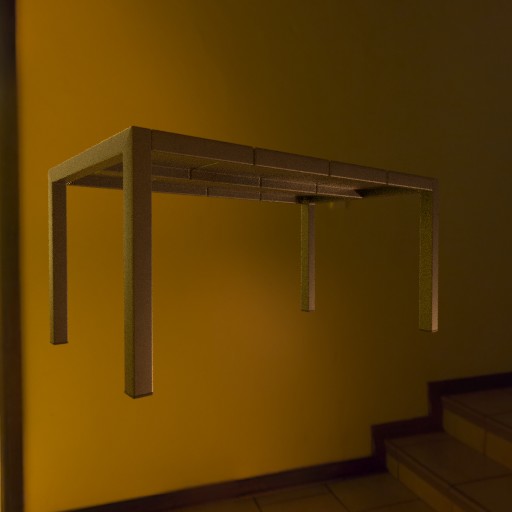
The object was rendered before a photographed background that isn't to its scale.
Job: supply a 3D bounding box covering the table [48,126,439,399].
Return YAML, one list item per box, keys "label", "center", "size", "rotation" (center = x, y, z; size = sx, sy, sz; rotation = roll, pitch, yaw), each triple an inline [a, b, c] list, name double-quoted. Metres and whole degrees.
- label: "table"
  center: [0.000, 0.000, 1.259]
  size: [0.965, 0.460, 0.559]
  rotation: [-1, 2, -38]
